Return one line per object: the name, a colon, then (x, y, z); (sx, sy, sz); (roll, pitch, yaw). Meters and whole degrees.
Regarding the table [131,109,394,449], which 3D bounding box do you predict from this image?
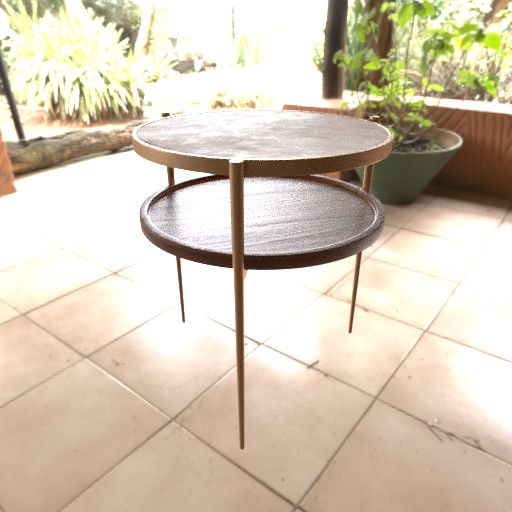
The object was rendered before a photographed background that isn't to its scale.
table: (0.000, 0.000, 0.853); (0.456, 0.493, 0.430); (19, 32, 32)
